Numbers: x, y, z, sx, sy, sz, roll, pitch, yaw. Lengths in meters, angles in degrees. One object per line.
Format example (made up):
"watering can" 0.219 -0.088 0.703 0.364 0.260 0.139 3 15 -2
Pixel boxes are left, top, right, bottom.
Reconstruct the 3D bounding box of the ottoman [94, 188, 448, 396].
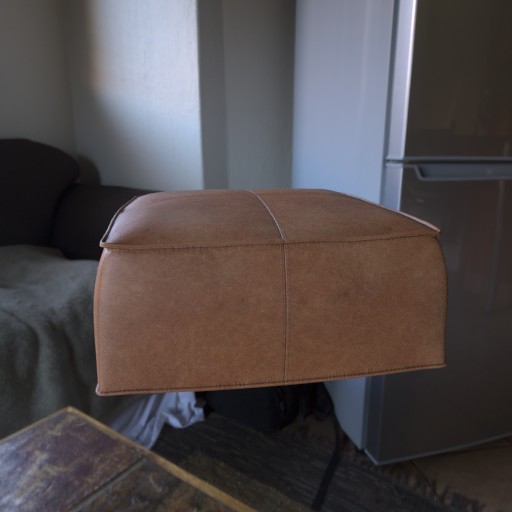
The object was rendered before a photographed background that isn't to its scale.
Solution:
"ottoman" 0.000 0.000 1.417 0.902 0.395 0.901 -2 16 -9
